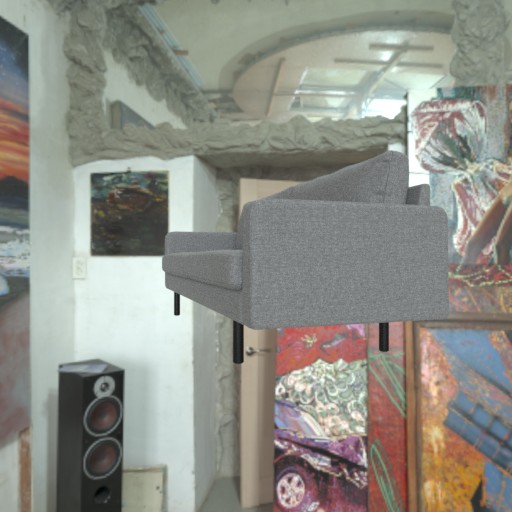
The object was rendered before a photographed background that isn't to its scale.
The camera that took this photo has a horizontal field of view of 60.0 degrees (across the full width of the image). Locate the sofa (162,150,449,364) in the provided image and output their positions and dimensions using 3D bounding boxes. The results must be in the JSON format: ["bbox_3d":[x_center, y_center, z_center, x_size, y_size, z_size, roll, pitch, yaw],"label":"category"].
[{"bbox_3d":[0.000,0.000,2.662,0.880,0.880,2.200,0,0,-19],"label":"sofa"}]
